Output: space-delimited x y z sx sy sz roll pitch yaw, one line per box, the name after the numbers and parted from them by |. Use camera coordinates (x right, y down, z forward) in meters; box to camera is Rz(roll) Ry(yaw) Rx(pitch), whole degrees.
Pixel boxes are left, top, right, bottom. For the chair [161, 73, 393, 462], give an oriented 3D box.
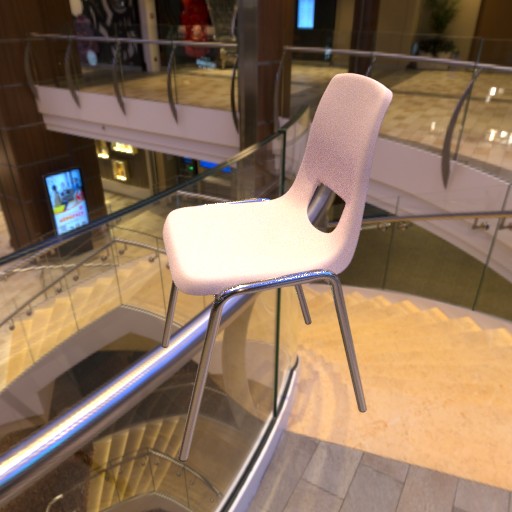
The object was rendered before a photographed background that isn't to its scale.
0.000 0.000 0.945 0.436 0.704 0.381 -8 30 -14 | chair
